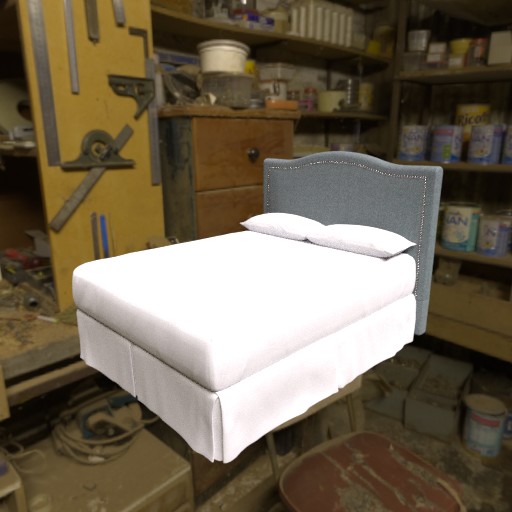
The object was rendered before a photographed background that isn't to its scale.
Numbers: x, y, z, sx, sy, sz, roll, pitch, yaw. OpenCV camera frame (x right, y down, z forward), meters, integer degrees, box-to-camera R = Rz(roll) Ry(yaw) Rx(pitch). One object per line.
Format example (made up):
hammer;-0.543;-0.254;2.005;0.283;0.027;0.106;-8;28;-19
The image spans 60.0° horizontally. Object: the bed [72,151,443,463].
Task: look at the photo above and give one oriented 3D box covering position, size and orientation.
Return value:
bed;0.000;0.000;3.264;2.143;1.460;1.753;-14;21;-43
